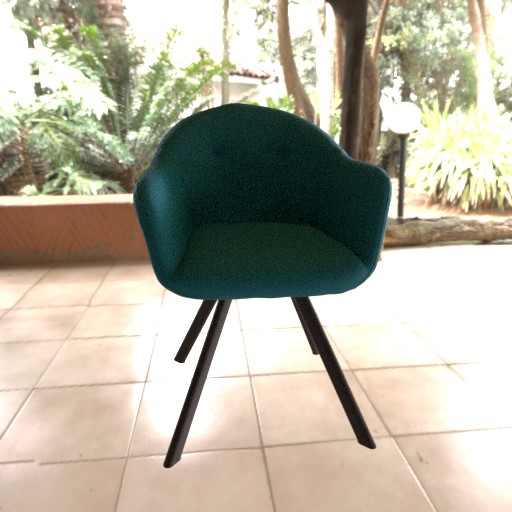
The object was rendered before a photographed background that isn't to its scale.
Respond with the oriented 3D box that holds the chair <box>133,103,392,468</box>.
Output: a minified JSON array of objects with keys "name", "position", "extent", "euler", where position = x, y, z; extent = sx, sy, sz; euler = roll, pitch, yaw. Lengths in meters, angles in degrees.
[{"name":"chair","position":[0.000,0.000,1.146],"extent":[0.545,0.775,0.565],"euler":[-2,16,-7]}]
